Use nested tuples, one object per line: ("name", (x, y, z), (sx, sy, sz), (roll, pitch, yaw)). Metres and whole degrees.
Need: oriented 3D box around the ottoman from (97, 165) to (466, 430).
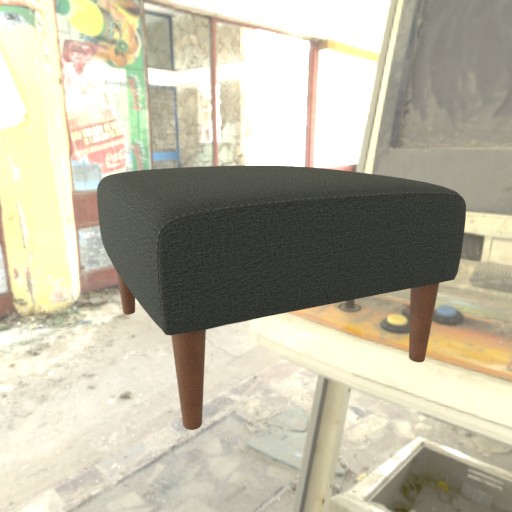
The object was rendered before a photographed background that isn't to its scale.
("ottoman", (0.000, 0.000, 1.053), (0.649, 0.398, 0.650), (-7, 17, -25))
